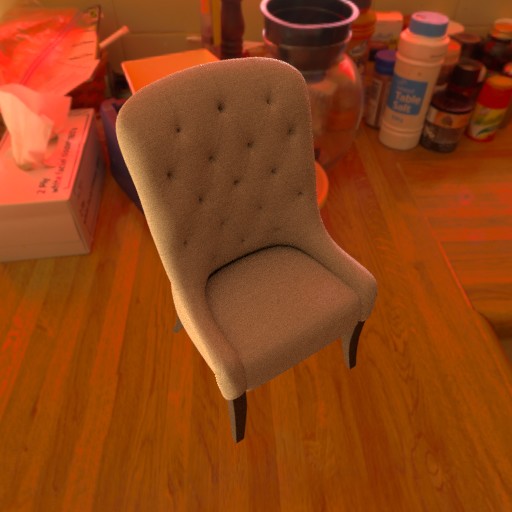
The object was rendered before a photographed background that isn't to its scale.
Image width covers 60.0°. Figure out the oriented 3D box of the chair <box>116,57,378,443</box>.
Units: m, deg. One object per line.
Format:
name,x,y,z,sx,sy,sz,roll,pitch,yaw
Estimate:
chair,0.000,0.000,1.499,0.634,1.091,0.629,-25,51,-22
